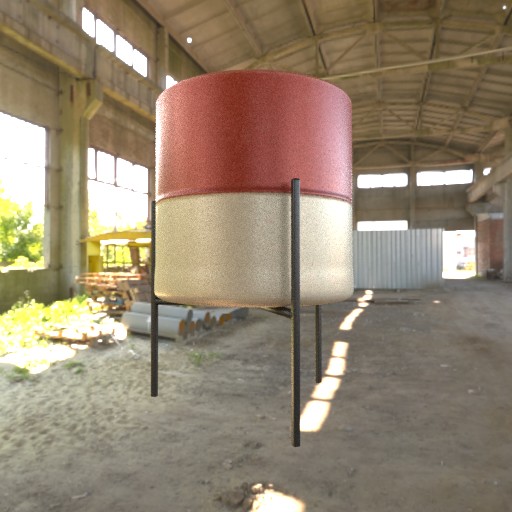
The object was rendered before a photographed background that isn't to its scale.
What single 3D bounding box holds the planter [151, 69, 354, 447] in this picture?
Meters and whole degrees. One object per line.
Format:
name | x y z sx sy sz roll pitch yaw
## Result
planter | 0.000 0.000 0.527 0.235 0.354 0.251 0 -1 -17
